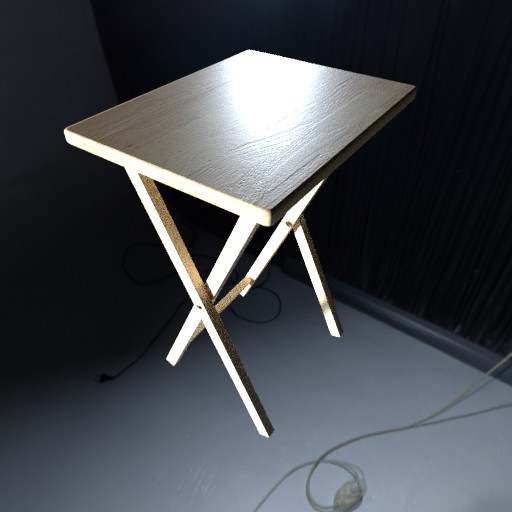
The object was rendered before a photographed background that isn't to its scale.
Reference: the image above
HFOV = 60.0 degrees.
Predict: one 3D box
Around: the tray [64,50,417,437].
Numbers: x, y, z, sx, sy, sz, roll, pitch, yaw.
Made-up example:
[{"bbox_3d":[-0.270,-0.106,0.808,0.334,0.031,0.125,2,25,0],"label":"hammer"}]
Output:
[{"bbox_3d":[0.000,0.000,0.951,0.381,0.660,0.483,25,47,26],"label":"tray"}]
